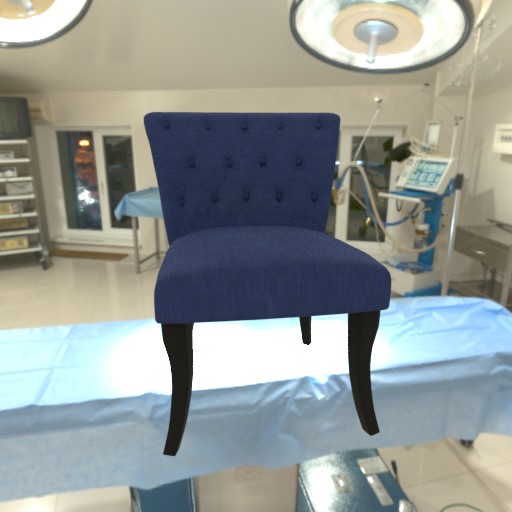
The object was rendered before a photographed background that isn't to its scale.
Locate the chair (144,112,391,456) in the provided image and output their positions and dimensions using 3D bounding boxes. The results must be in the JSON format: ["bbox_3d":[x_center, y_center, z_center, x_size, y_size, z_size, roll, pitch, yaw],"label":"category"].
[{"bbox_3d":[0.000,0.000,1.202,0.585,0.753,0.606,-2,17,-8],"label":"chair"}]
